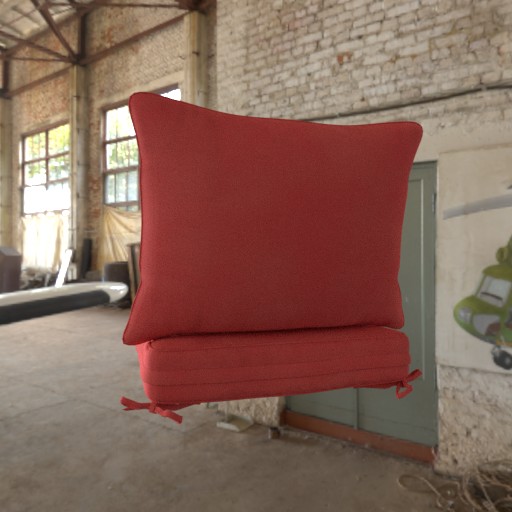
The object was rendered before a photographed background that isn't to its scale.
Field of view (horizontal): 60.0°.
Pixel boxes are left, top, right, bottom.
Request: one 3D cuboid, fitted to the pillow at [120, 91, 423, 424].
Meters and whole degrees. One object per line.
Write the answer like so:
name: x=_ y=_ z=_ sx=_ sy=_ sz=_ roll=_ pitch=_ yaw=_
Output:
pillow: x=0.000 y=0.000 z=1.351 sx=0.798 sy=0.725 sz=0.733 roll=0 pitch=0 yaw=-18
